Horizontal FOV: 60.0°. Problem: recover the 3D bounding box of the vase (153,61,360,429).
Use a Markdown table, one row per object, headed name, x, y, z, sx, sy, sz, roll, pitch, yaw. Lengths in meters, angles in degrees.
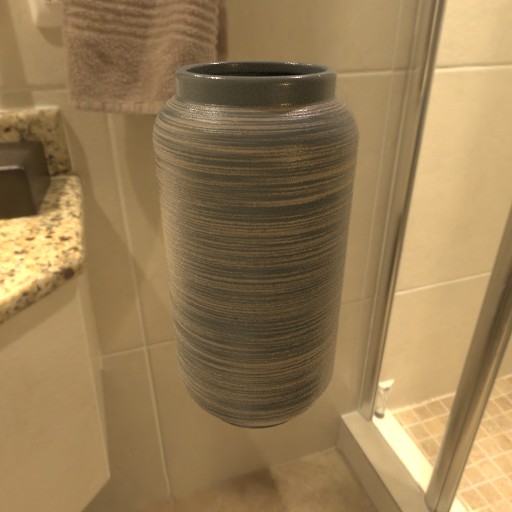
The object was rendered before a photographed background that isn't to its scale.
| name | x | y | z | sx | sy | sz | roll | pitch | yaw |
| --- | --- | --- | --- | --- | --- | --- | --- | --- | --- |
| vase | 0.000 | 0.000 | 0.292 | 0.116 | 0.230 | 0.116 | 0 | 29 | 0 |
